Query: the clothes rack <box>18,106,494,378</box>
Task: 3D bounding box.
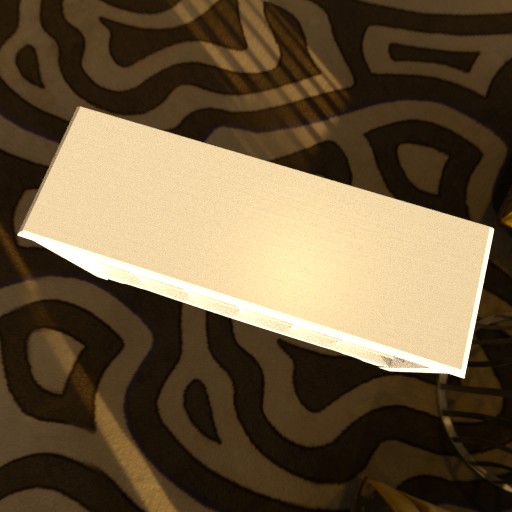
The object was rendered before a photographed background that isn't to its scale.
[{"bbox_3d":[0.000,0.000,1.449,1.218,0.558,0.405,17,77,4],"label":"clothes rack"}]
